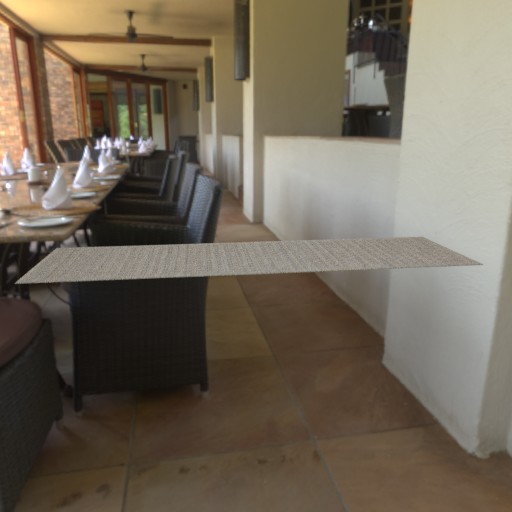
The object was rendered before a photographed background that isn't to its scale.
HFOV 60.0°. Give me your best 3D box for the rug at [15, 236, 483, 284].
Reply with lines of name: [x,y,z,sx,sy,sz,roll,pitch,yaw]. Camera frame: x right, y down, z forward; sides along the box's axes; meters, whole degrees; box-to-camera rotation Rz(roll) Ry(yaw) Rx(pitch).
rug: [0.000,0.000,2.615,2.437,0.005,0.688,-2,16,-7]
